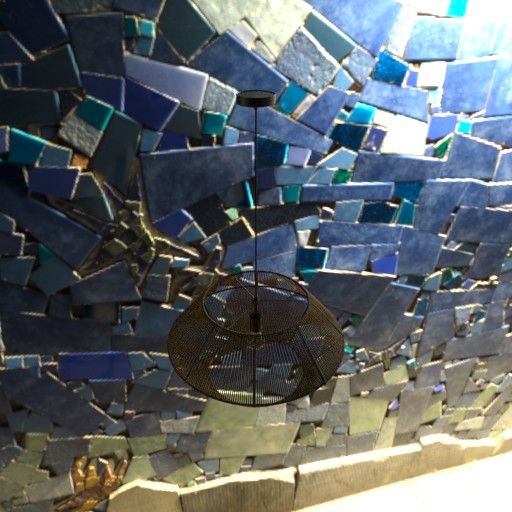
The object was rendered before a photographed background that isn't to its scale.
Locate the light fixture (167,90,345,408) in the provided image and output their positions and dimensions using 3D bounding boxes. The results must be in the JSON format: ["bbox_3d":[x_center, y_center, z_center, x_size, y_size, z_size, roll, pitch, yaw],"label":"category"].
[{"bbox_3d":[0.000,0.000,1.441,0.643,1.009,0.643,0,31,0],"label":"light fixture"}]
